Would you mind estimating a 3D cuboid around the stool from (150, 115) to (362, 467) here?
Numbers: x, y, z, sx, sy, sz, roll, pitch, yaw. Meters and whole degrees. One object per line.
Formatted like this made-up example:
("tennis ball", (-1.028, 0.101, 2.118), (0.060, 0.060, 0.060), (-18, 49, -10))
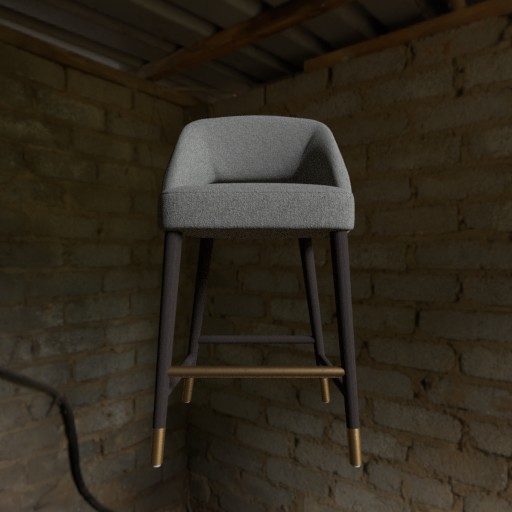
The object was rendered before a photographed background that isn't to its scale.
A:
("stool", (0.000, 0.000, 1.226), (0.536, 0.925, 0.524), (0, 0, 0))
